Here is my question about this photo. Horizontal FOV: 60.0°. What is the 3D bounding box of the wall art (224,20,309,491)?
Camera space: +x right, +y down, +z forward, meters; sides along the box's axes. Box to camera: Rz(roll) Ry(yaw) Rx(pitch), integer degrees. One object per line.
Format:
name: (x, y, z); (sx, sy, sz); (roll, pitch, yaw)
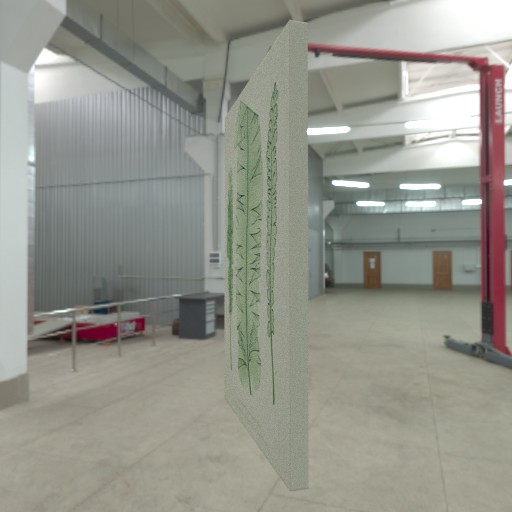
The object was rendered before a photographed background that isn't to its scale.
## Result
wall art: (0.000, 0.000, 1.158); (0.038, 0.914, 0.610); (0, -1, -16)
